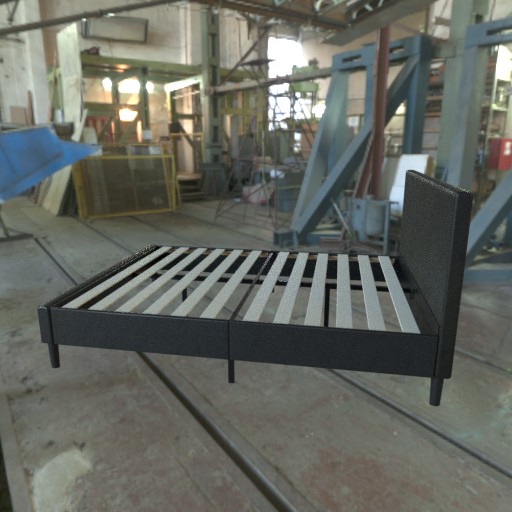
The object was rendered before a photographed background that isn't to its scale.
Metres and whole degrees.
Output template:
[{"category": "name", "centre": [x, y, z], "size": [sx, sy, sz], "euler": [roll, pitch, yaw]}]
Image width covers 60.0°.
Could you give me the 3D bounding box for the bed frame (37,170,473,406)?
[{"category": "bed frame", "centre": [0.000, 0.000, 3.134], "size": [2.318, 1.127, 1.634], "euler": [3, 15, 10]}]
